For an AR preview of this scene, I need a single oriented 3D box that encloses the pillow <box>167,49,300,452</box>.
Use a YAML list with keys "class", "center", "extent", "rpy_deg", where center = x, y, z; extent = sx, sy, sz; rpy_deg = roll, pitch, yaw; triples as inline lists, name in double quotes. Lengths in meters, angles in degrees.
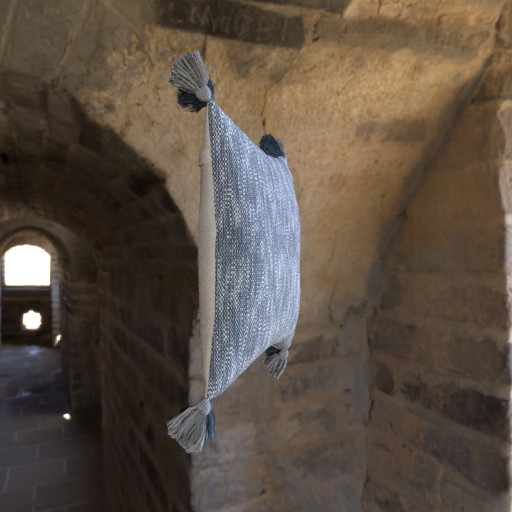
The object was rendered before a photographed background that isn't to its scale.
- class: "pillow"
  center: [0.000, 0.000, 0.909]
  extent: [0.138, 0.634, 0.614]
  rpy_deg: [0, 0, 19]
